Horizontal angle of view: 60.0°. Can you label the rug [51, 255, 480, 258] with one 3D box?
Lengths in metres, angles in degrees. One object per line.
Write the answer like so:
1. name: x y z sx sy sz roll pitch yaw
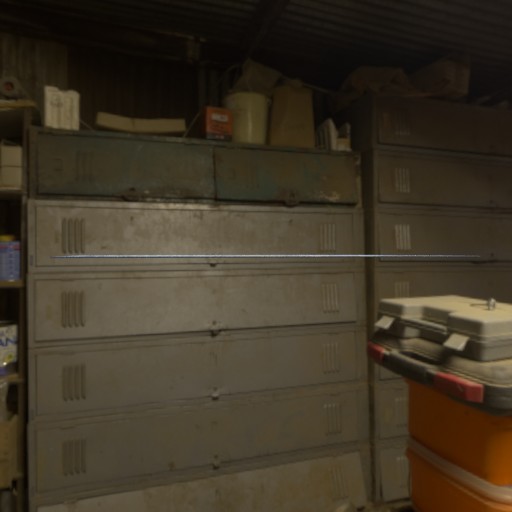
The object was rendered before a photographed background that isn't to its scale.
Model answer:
1. rug: 0.000 0.000 3.100 2.440 0.007 1.525 0 0 -18
